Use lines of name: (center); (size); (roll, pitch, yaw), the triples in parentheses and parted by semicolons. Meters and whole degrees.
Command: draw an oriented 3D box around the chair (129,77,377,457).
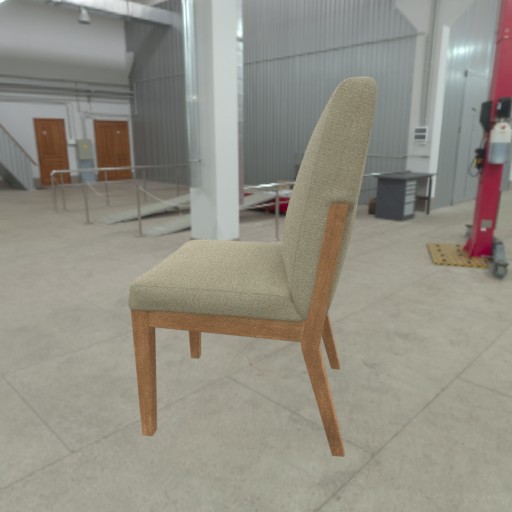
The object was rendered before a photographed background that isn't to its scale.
chair: (0.000, 0.000, 1.277); (0.586, 0.911, 0.507); (2, 15, 9)
